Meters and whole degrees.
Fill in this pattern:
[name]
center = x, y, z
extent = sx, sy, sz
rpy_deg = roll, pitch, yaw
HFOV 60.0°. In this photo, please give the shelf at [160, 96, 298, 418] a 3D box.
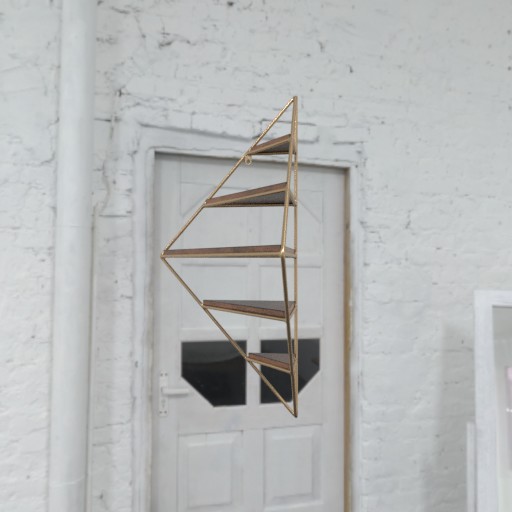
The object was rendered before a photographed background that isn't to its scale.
[shelf]
center = 0.000, 0.000, 1.174
extent = 0.294, 0.913, 0.564
rpy_deg = 0, -1, -37
